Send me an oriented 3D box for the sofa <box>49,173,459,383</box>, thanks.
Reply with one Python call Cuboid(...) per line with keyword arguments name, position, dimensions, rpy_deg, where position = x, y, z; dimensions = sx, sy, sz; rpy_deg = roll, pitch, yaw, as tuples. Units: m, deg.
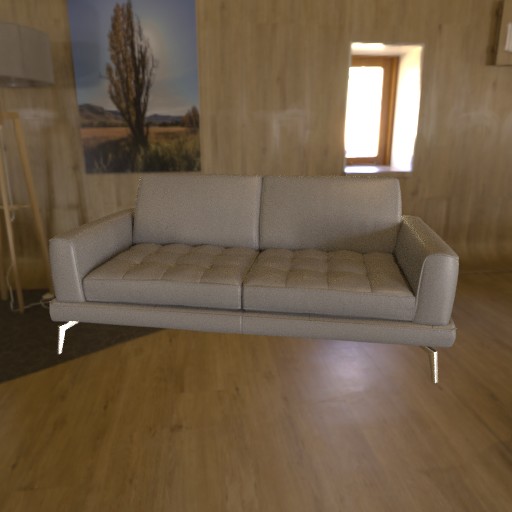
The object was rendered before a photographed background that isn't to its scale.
Cuboid(name="sofa", position=(0.000, 0.000, 2.736), dimensions=(2.177, 0.930, 1.121), rpy_deg=(2, 16, 9))
